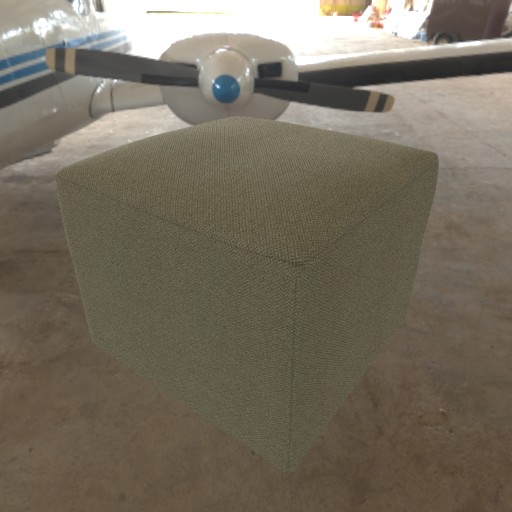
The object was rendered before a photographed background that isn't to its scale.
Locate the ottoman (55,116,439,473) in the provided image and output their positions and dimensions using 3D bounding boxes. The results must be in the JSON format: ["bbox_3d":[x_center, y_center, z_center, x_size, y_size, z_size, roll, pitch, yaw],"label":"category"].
[{"bbox_3d":[0.000,0.000,0.896,0.521,0.453,0.512,21,37,31],"label":"ottoman"}]
